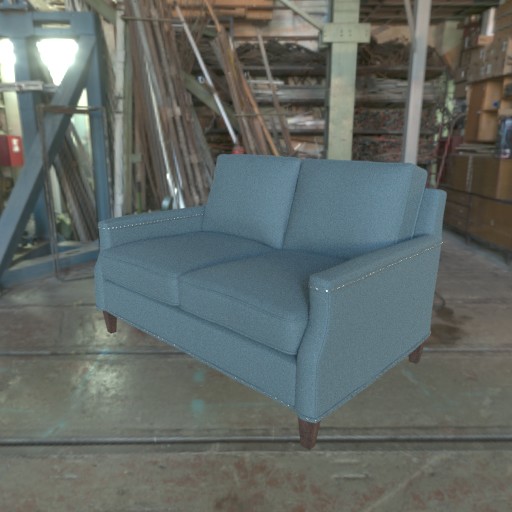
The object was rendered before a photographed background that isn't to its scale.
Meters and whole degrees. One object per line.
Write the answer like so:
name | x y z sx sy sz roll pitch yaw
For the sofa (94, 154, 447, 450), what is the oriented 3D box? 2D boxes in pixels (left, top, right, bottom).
sofa | 0.000 0.000 2.325 1.597 1.003 1.084 14 20 42
